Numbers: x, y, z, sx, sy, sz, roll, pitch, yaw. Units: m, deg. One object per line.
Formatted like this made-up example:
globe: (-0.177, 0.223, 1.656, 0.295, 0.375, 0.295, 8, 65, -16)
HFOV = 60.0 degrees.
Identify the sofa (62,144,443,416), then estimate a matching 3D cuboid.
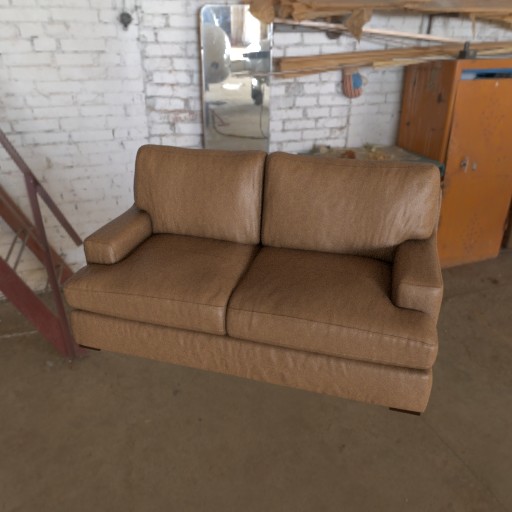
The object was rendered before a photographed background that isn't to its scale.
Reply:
sofa: (0.000, 0.000, 2.379, 1.855, 0.980, 0.962, 7, 27, 14)
